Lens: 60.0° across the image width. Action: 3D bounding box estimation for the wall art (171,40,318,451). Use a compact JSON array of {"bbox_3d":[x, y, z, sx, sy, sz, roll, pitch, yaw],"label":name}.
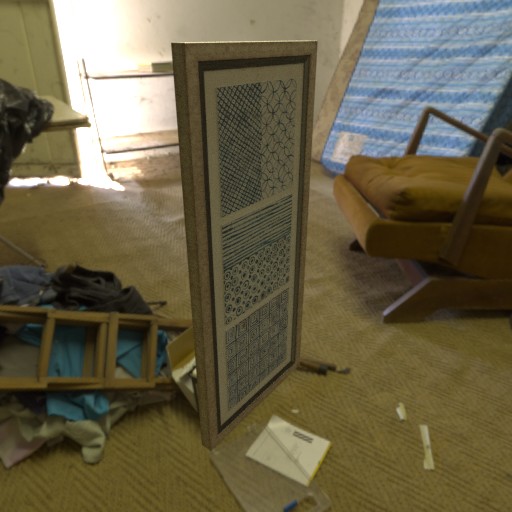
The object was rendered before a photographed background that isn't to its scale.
[{"bbox_3d":[0.000,0.000,1.677,0.051,1.461,0.648,19,32,33],"label":"wall art"}]
